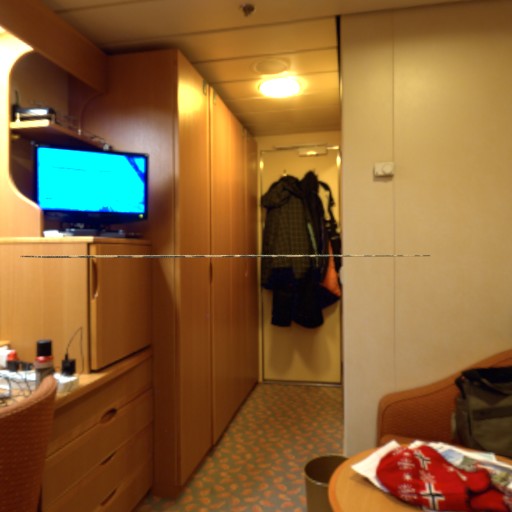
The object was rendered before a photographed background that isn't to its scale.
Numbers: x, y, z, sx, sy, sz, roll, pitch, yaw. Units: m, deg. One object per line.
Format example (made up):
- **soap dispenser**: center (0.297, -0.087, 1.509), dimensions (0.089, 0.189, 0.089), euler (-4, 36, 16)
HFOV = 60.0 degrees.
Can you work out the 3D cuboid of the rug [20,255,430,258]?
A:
- **rug**: center (0.000, 0.000, 2.516), dimensions (2.296, 0.006, 0.685), euler (0, 0, -35)
